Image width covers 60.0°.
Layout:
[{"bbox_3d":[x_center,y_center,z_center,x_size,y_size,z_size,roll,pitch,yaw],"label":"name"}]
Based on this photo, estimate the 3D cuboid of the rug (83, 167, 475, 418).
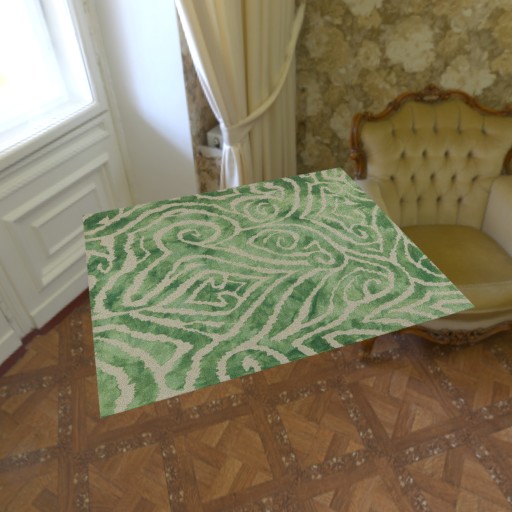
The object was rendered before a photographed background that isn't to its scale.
[{"bbox_3d":[0.000,0.000,4.208,3.045,0.007,2.436,-13,43,-14],"label":"rug"}]
